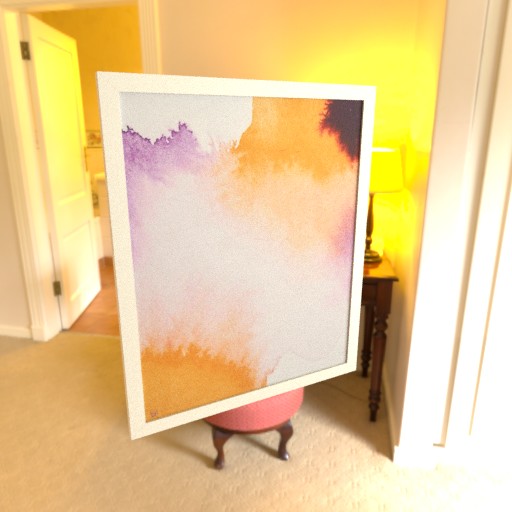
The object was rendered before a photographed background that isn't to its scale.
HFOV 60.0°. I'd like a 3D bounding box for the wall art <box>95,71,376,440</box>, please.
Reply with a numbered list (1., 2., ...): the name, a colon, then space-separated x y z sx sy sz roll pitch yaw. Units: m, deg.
1. wall art: 0.000 0.000 0.617 0.382 0.456 0.013 -8 18 -27
